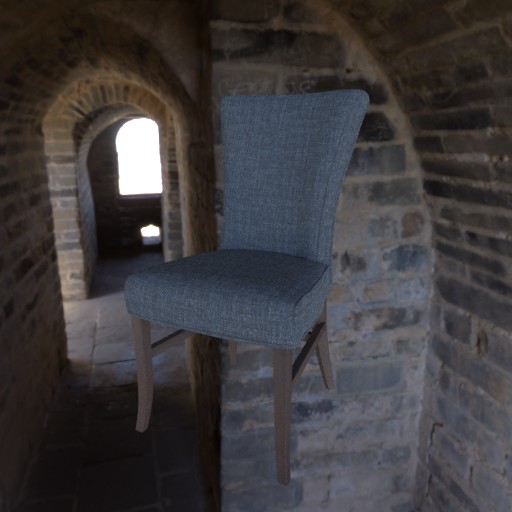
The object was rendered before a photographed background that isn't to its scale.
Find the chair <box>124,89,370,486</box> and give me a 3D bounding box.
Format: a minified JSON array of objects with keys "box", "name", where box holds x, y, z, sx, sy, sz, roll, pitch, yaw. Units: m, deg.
[{"box":[0.000,0.000,1.359,0.520,0.991,0.660,7,16,26],"name":"chair"}]
